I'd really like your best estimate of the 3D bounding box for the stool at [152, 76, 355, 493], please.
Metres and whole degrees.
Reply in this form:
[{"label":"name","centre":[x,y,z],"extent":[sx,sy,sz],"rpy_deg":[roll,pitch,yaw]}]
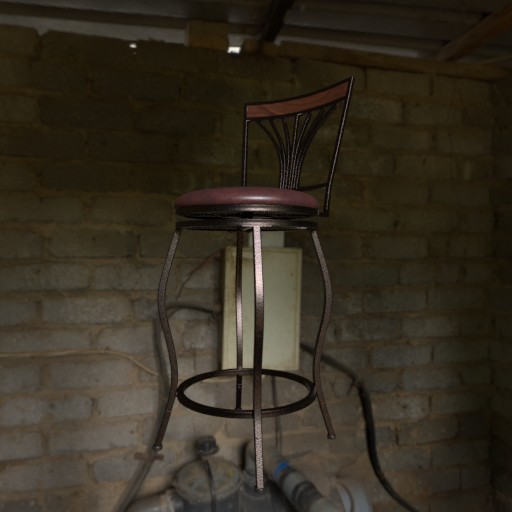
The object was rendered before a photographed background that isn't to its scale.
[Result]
[{"label":"stool","centre":[0.000,0.000,1.347],"extent":[0.433,1.117,0.514],"rpy_deg":[1,1,37]}]
